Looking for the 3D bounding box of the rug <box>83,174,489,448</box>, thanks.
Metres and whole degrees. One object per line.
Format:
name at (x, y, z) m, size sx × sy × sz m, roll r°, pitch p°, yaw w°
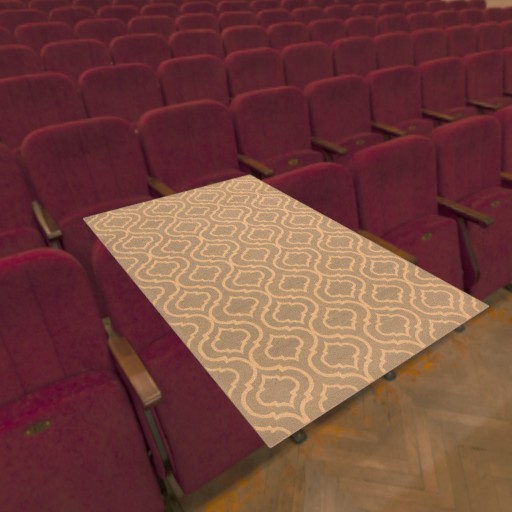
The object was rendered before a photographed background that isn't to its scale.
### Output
rug at (0.000, 0.000, 2.165) m, size 1.141 × 0.015 × 1.749 m, roll -21°, pitch 38°, yaw -29°
